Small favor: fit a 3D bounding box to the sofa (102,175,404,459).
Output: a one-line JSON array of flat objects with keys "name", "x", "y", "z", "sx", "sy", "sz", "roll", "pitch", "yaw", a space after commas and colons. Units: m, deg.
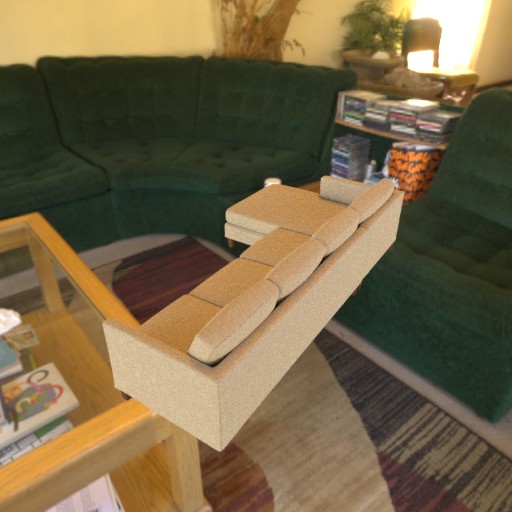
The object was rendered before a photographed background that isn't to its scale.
[{"name": "sofa", "x": 0.000, "y": 0.000, "z": 3.982, "sx": 1.625, "sy": 0.846, "sz": 3.186, "roll": 19, "pitch": 35, "yaw": 29}]
